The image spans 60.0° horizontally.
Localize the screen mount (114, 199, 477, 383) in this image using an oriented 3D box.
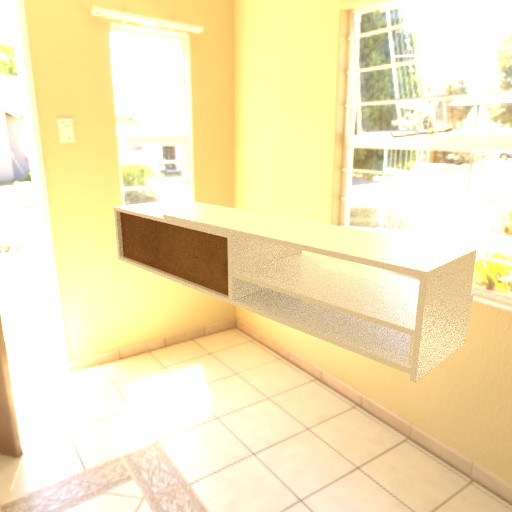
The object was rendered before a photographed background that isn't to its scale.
[{"bbox_3d":[0.000,0.000,1.898,0.420,0.320,1.680,-14,21,-43],"label":"screen mount"}]
